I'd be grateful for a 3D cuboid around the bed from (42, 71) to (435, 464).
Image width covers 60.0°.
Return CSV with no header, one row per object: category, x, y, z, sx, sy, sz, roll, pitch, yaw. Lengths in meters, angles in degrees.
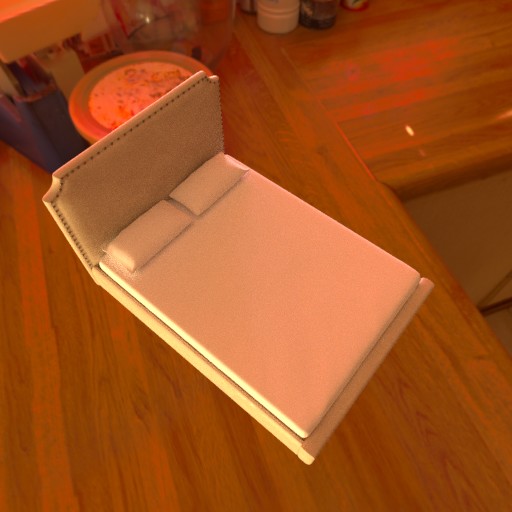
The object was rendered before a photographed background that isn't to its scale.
bed,0.000,0.000,3.405,2.372,1.443,1.712,35,64,20
